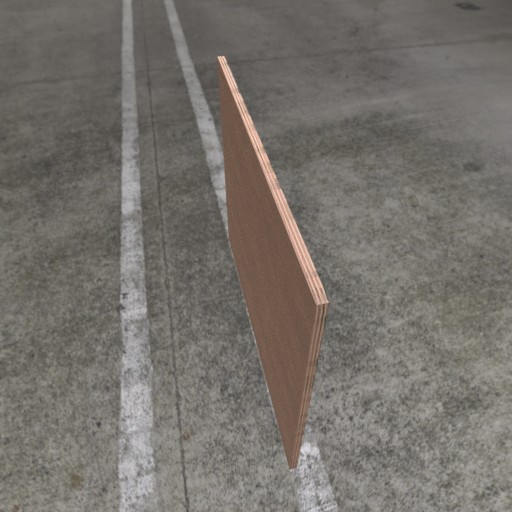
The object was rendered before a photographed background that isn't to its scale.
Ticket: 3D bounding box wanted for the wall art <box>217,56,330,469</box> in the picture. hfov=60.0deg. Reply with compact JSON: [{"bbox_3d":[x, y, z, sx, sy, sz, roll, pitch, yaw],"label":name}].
[{"bbox_3d":[0.000,0.000,0.689,0.012,0.408,0.508,-9,47,-9],"label":"wall art"}]
